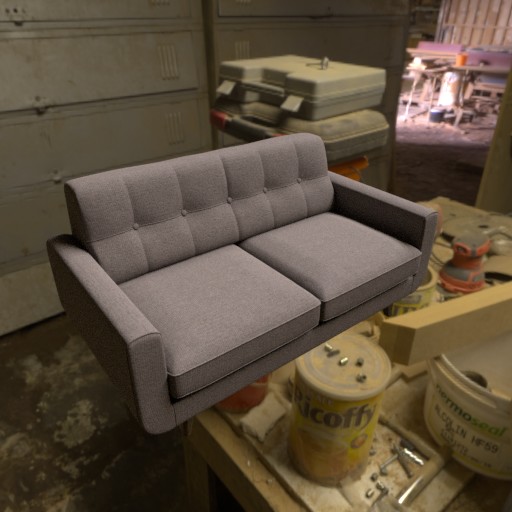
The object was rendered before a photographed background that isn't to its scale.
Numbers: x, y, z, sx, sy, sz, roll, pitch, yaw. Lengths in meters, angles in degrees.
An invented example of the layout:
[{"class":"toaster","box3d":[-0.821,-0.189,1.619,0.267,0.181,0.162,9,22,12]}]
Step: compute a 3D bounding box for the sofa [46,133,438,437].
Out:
[{"class":"sofa","box3d":[0.000,0.000,2.113,1.631,0.841,0.909,-21,35,-32]}]
